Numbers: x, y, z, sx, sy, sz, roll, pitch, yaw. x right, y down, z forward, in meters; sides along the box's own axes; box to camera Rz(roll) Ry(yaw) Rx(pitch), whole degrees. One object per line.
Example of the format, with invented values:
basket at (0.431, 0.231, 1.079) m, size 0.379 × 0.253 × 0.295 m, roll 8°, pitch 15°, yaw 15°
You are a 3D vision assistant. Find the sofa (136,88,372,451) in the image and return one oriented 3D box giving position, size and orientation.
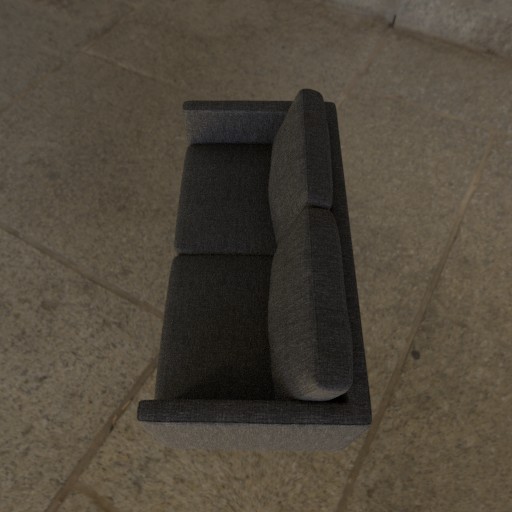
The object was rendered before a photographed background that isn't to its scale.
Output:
sofa at (0.000, 0.000, 2.419) m, size 0.950 × 0.963 × 1.884 m, roll 1°, pitch 59°, yaw 0°
